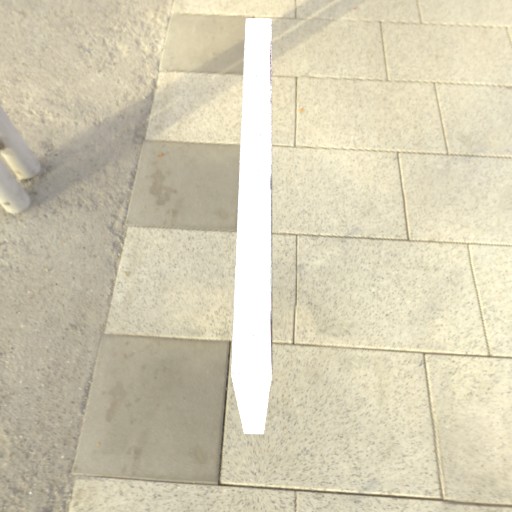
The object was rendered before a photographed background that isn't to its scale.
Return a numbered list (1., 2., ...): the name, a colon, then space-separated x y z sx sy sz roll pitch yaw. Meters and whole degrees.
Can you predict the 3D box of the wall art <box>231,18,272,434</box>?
1. wall art: 0.000 0.000 0.747 0.038 0.508 0.508 1 62 0
